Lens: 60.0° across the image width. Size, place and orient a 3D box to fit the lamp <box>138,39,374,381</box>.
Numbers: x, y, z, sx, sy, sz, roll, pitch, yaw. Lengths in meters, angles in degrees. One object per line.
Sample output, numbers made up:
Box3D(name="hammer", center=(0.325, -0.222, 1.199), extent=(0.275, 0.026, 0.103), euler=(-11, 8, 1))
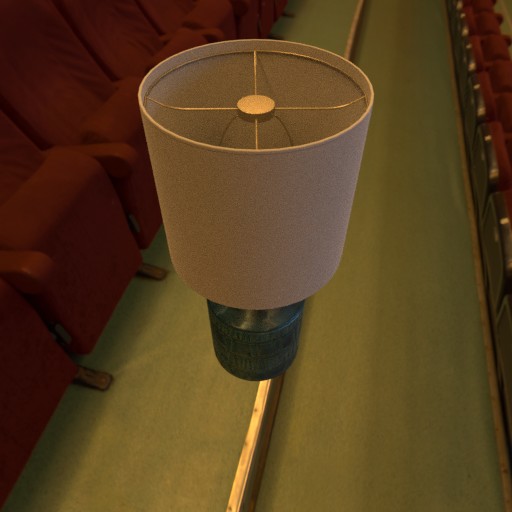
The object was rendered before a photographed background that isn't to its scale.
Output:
Box3D(name="lamp", center=(0.000, 0.000, 0.568), extent=(0.211, 0.455, 0.211), euler=(10, 48, 9))
